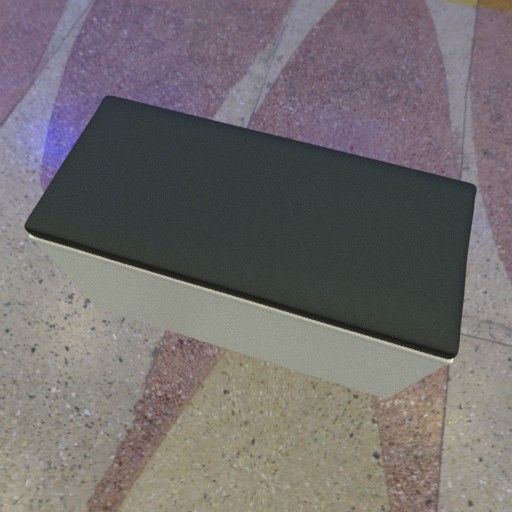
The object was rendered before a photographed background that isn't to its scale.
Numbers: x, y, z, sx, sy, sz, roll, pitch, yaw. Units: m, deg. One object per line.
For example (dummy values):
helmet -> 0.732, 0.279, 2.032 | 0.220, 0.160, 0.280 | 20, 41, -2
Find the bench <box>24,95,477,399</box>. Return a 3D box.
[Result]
bench -> 0.000, 0.000, 1.158 | 0.899, 0.500, 0.401 | 16, 65, 8
